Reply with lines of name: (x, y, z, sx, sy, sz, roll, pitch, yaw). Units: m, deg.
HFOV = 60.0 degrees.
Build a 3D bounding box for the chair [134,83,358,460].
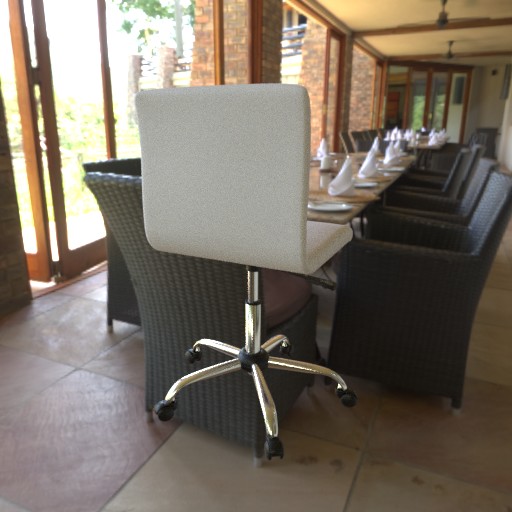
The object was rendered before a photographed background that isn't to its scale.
chair: (0.000, 0.000, 1.076, 0.520, 0.750, 0.455, 8, 18, 26)
